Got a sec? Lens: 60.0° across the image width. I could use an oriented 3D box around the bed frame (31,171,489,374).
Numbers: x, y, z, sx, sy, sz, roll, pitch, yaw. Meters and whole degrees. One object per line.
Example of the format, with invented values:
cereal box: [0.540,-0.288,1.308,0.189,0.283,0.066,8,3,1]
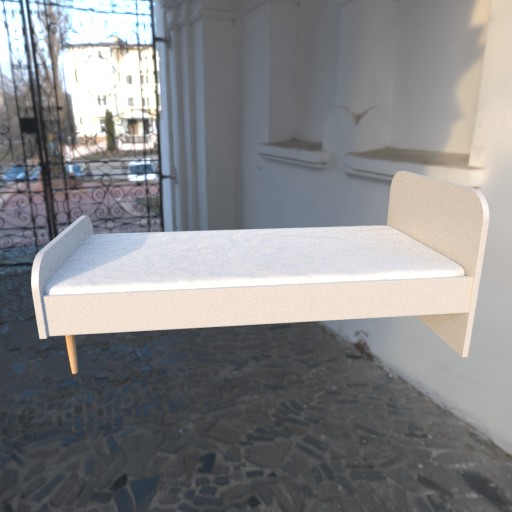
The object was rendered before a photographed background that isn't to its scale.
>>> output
bed frame: [0.000,0.000,2.404,1.963,0.805,0.998,-2,17,-7]
